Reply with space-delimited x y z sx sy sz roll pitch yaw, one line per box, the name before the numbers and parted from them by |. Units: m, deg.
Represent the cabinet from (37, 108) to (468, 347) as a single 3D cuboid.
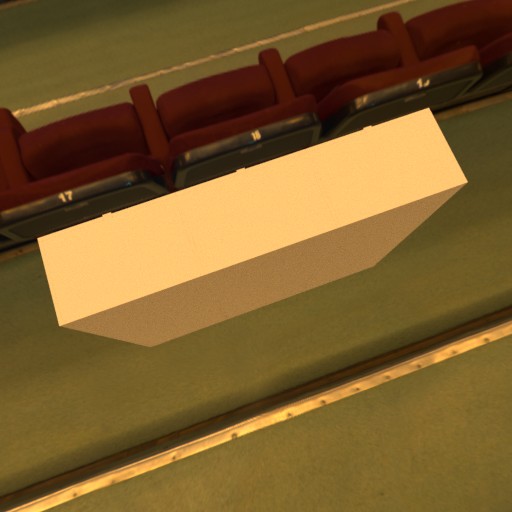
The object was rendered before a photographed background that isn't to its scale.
cabinet | 0.000 0.000 3.965 2.700 2.370 0.590 -19 76 -5
